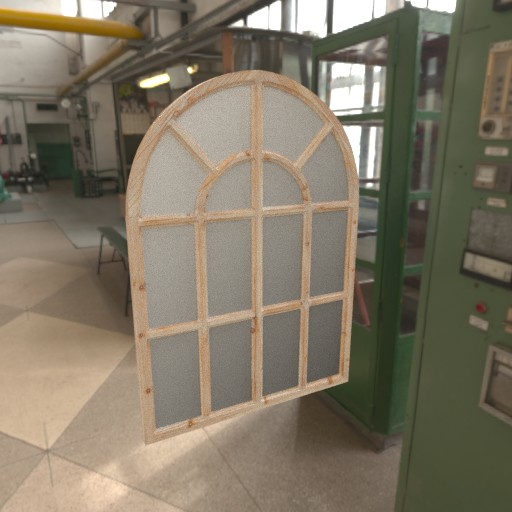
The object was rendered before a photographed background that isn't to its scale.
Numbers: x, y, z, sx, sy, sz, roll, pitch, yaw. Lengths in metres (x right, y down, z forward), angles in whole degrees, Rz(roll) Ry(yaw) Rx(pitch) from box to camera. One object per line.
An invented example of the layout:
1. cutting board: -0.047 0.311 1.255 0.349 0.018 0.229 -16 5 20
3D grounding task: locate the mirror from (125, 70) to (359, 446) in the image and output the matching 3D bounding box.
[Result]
1. mirror: 0.000 0.000 1.183 0.660 0.920 0.032 -8 17 -27
